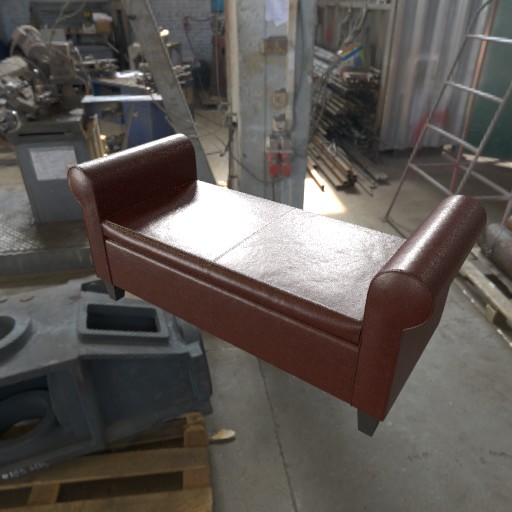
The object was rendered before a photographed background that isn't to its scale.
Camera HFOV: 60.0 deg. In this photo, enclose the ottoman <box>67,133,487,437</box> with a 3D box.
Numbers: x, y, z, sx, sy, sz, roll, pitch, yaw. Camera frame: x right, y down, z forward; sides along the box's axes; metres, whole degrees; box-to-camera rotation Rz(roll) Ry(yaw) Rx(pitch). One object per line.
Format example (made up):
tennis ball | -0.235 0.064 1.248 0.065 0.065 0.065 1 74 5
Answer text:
ottoman | 0.000 0.000 1.505 1.256 0.547 0.521 20 36 30
